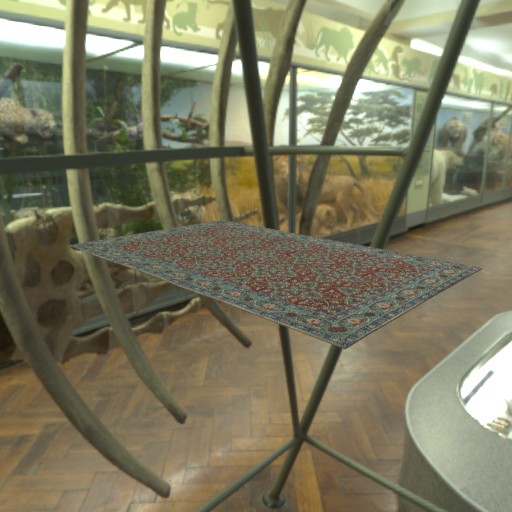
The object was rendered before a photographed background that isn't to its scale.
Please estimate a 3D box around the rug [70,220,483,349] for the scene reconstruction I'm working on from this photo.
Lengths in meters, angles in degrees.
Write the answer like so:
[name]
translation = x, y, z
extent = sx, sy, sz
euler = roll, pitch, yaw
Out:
[rug]
translation = 0.000, 0.000, 3.042
extent = 2.439, 0.011, 1.533
euler = 14, 20, 43
